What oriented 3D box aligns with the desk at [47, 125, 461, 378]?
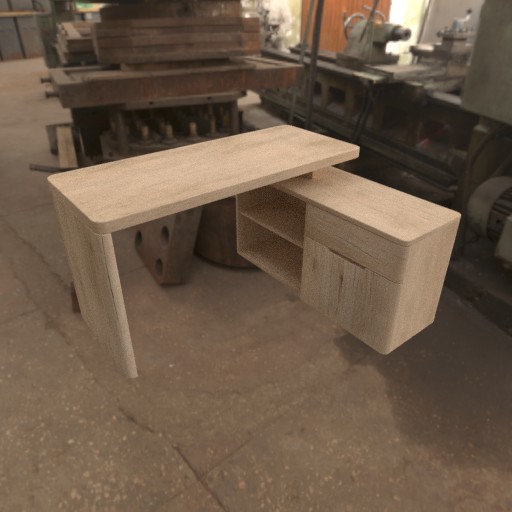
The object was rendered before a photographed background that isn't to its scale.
[{"bbox_3d":[0.000,0.000,2.086,1.400,0.770,1.175,-22,37,-32],"label":"desk"}]
